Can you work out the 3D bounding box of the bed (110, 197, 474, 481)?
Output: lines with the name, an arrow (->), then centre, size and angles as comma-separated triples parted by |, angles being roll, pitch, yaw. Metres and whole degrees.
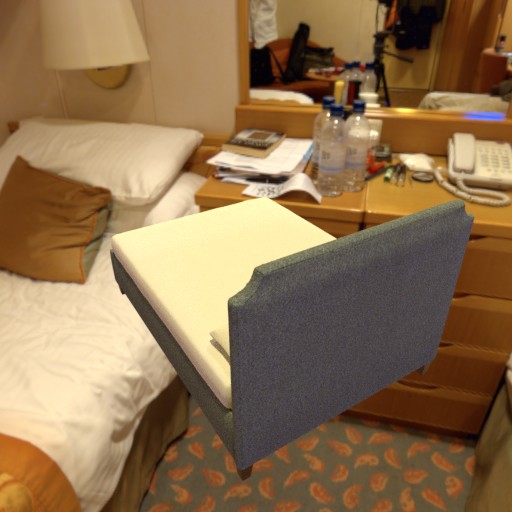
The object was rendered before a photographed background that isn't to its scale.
bed -> 0.000, 0.000, 3.441 | 1.712, 1.443, 2.372 | -18, 35, -28
